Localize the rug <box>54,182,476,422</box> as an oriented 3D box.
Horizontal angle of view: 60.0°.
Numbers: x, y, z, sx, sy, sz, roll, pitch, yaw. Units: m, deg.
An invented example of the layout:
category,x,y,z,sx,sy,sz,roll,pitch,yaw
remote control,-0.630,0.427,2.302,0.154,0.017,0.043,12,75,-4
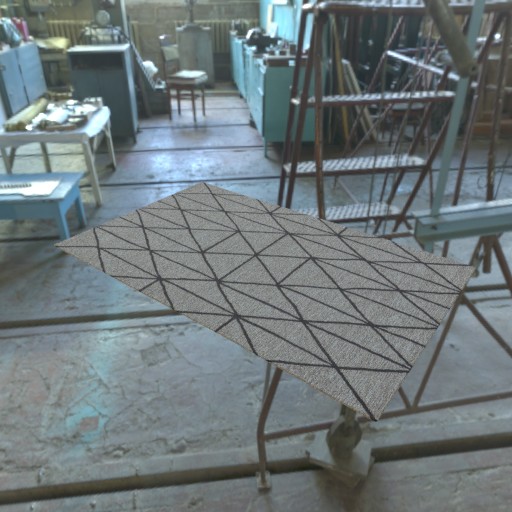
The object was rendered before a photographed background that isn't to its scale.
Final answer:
category,x,y,z,sx,sy,sz,roll,pitch,yaw
rug,0.000,0.000,3.027,2.465,0.008,1.526,22,37,32
